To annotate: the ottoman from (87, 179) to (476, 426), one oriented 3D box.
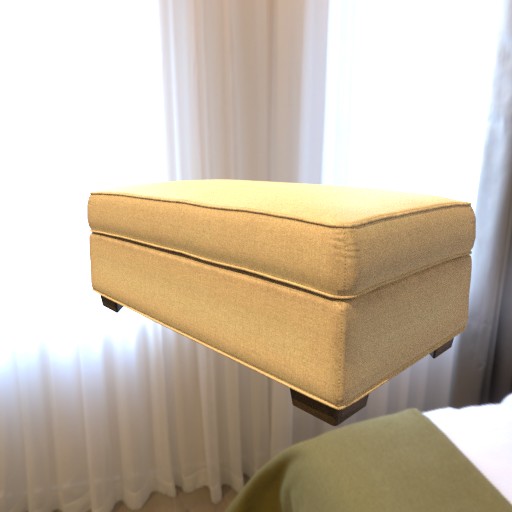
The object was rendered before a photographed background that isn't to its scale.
[{"bbox_3d":[0.000,0.000,1.388,0.617,0.448,1.097,-12,17,-43],"label":"ottoman"}]
